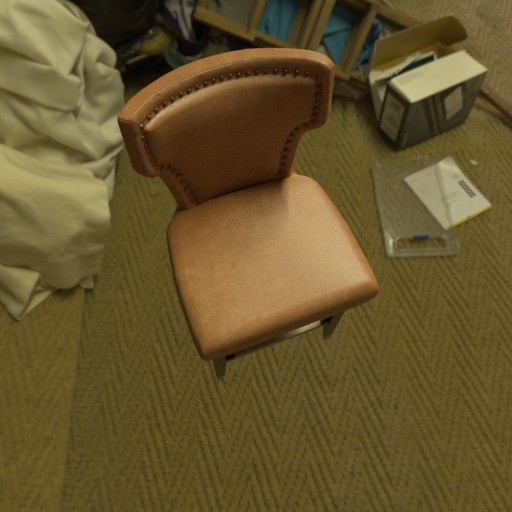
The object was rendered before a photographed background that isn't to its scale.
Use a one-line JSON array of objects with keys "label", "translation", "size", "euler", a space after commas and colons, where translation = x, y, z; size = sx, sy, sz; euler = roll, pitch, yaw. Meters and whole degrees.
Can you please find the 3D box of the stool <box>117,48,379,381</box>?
[{"label": "stool", "translation": [0.000, 0.000, 1.393], "size": [0.526, 1.092, 0.563], "euler": [-19, 66, -9]}]
